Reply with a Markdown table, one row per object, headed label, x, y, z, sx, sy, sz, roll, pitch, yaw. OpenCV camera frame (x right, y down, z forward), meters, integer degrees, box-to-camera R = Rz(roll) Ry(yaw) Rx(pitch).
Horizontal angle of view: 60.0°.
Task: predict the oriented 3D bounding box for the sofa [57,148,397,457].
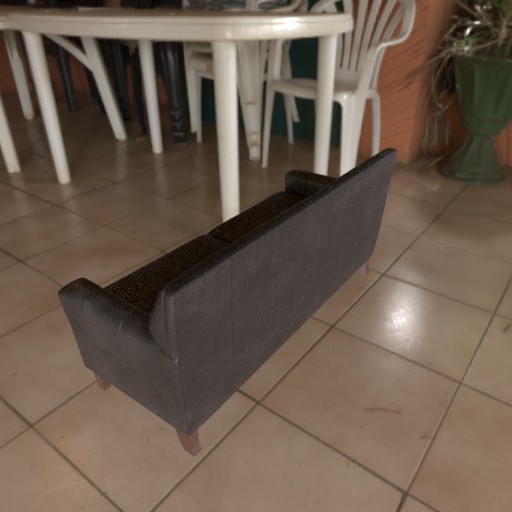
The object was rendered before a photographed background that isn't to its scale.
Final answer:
| label | x | y | z | sx | sy | sz | roll | pitch | yaw |
| --- | --- | --- | --- | --- | --- | --- | --- | --- | --- |
| sofa | 0.000 | 0.000 | 2.602 | 0.805 | 0.947 | 2.053 | 20 | 36 | 31 |
